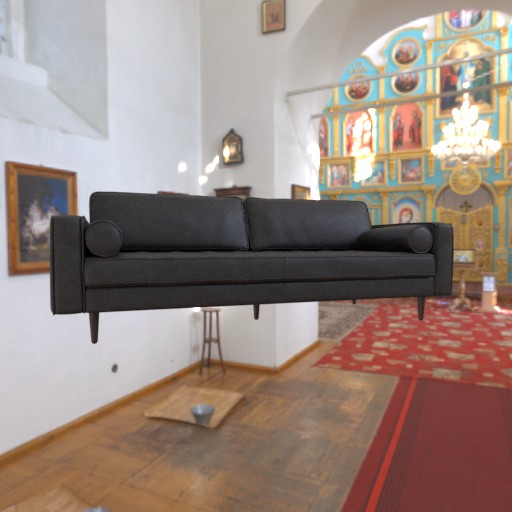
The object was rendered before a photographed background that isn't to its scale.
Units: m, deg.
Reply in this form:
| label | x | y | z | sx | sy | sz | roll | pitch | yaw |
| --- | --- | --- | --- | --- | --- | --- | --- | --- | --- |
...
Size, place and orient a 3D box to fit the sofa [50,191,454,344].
| label | x | y | z | sx | sy | sz | roll | pitch | yaw |
| --- | --- | --- | --- | --- | --- | --- | --- | --- | --- |
| sofa | 0.000 | 0.000 | 2.659 | 2.210 | 0.762 | 0.914 | -1 | 2 | -20 |
